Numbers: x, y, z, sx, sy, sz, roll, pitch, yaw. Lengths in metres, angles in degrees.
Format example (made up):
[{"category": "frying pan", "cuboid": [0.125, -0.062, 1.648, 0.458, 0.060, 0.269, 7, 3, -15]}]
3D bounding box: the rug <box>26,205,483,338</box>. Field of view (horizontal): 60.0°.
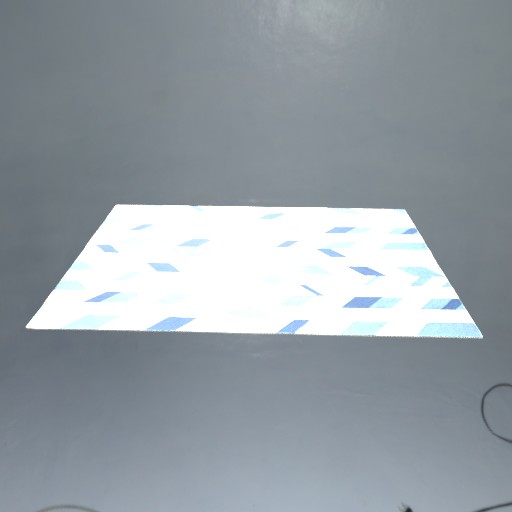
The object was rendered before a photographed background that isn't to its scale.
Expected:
[{"category": "rug", "cuboid": [0.000, 0.000, 2.265, 1.813, 0.006, 1.202, 1, 31, 2]}]
